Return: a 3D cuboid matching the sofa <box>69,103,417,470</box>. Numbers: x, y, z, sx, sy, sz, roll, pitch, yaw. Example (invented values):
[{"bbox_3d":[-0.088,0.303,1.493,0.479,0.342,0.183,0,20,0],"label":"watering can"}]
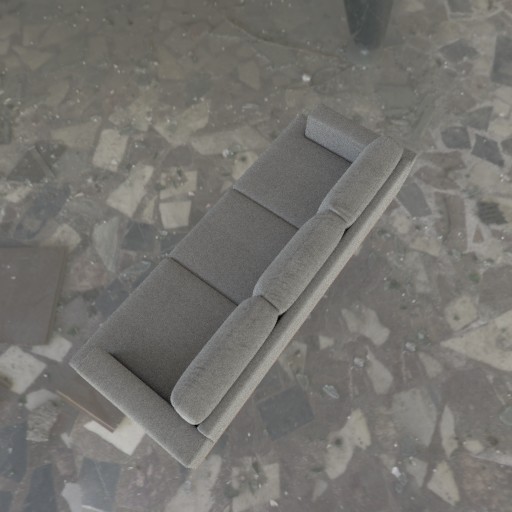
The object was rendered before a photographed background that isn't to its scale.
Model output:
[{"bbox_3d":[0.000,0.000,2.735,0.920,0.810,2.310,34,68,15],"label":"sofa"}]
